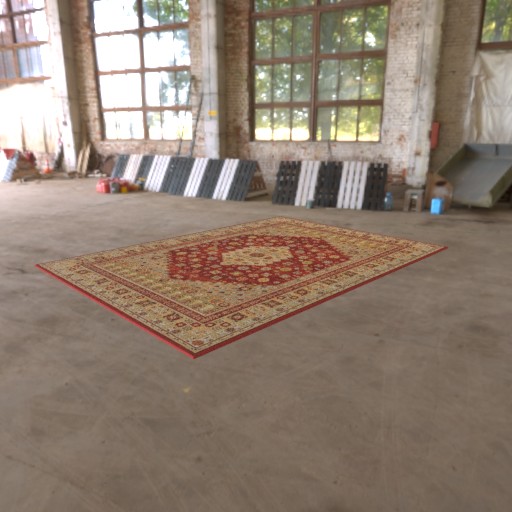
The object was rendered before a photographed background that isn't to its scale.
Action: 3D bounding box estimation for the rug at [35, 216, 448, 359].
[{"bbox_3d":[0.000,0.000,2.896,2.211,0.013,1.593,-15,22,-43],"label":"rug"}]
